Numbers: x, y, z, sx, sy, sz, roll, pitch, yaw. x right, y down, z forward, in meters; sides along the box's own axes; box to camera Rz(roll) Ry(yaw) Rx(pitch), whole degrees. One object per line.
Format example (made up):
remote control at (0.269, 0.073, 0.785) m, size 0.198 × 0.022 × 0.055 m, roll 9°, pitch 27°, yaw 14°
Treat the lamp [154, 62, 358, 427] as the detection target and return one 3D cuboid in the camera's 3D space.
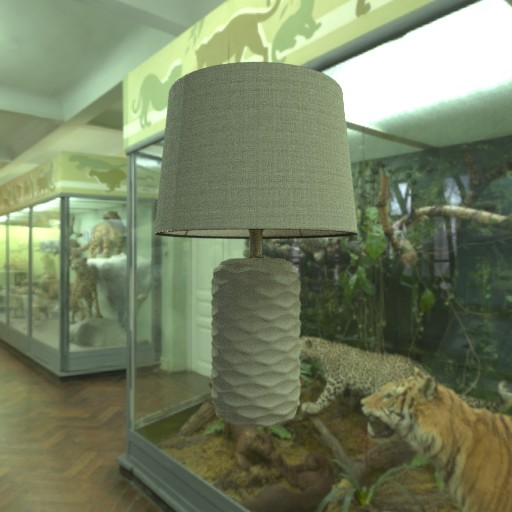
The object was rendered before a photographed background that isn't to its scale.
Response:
lamp at (0.000, 0.000, 0.839) m, size 0.376 × 0.594 × 0.376 m, roll 0°, pitch 0°, yaw 0°
